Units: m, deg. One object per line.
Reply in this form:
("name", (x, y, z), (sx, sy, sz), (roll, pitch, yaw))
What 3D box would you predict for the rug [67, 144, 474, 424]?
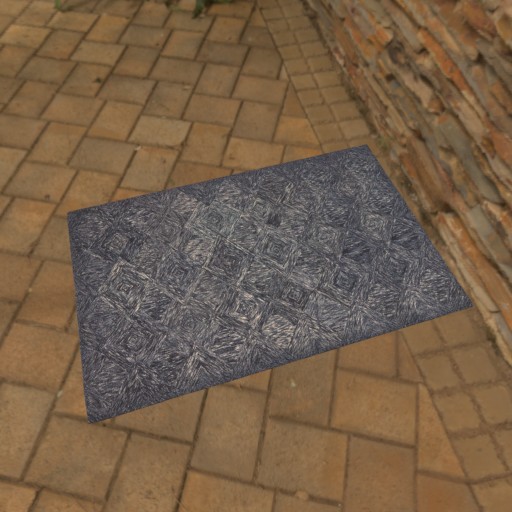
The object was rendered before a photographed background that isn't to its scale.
("rug", (0.000, 0.000, 2.199), (1.754, 0.010, 1.139), (-15, 57, -10))
